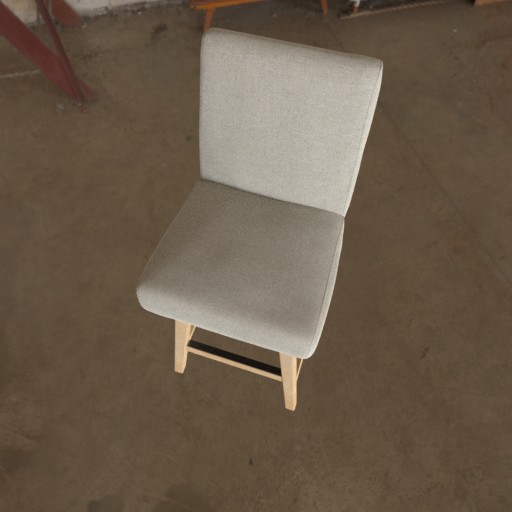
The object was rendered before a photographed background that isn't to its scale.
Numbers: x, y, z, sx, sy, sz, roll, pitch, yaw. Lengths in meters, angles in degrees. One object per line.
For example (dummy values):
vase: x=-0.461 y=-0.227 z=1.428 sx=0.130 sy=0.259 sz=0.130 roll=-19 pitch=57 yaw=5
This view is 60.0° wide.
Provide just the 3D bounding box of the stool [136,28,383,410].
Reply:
stool: x=0.000 y=0.000 z=1.379 sx=0.507 sy=1.085 sz=0.606 roll=16 pitch=59 yaw=10
